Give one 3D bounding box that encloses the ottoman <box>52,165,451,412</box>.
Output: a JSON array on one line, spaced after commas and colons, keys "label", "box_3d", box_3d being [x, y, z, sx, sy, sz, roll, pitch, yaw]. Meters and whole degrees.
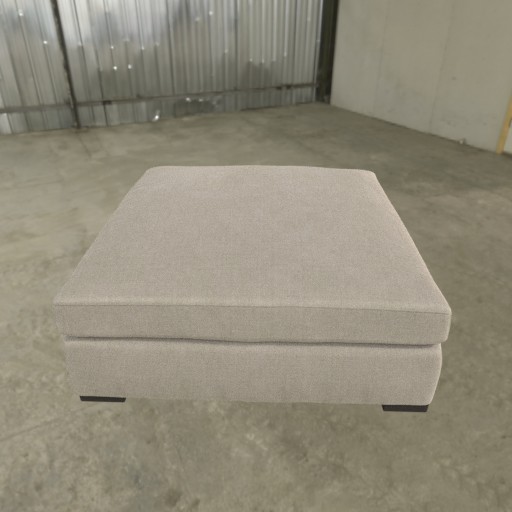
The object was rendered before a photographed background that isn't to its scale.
[{"label": "ottoman", "box_3d": [0.000, 0.000, 1.813, 1.203, 0.517, 1.171, 1, 30, 2]}]
